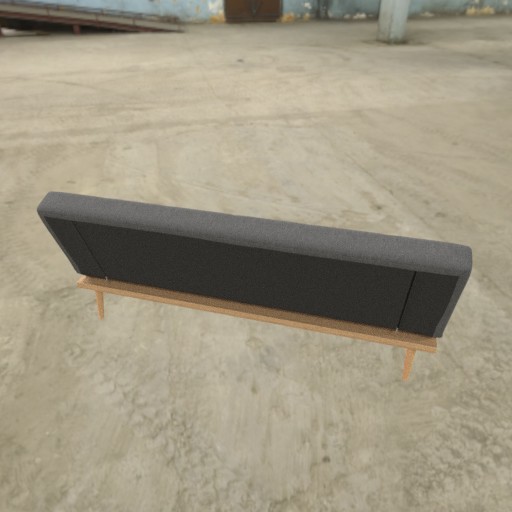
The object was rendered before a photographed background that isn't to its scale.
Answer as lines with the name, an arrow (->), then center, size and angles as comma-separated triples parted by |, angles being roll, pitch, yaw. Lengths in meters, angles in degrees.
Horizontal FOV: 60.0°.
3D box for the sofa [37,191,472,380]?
sofa -> 0.000, 0.000, 2.246 | 1.820, 0.770, 0.820 | 9, 34, 13
